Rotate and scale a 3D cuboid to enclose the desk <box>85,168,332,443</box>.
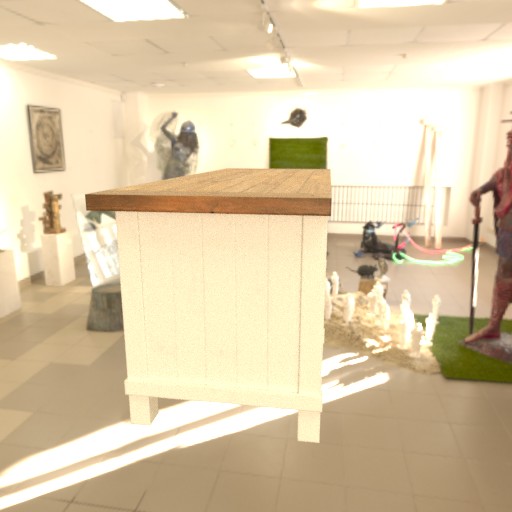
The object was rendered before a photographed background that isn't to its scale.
[{"bbox_3d":[0.000,0.000,2.155,0.688,0.760,1.803,2,14,9],"label":"desk"}]
